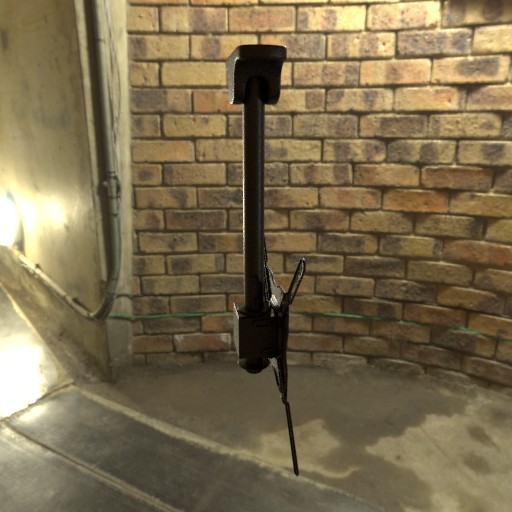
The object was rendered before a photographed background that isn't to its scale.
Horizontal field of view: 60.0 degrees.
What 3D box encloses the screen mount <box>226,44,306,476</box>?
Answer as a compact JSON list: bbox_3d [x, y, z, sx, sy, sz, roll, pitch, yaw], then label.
[{"bbox_3d":[0.000,0.000,0.872,0.090,0.729,0.393,-3,17,-9],"label":"screen mount"}]
